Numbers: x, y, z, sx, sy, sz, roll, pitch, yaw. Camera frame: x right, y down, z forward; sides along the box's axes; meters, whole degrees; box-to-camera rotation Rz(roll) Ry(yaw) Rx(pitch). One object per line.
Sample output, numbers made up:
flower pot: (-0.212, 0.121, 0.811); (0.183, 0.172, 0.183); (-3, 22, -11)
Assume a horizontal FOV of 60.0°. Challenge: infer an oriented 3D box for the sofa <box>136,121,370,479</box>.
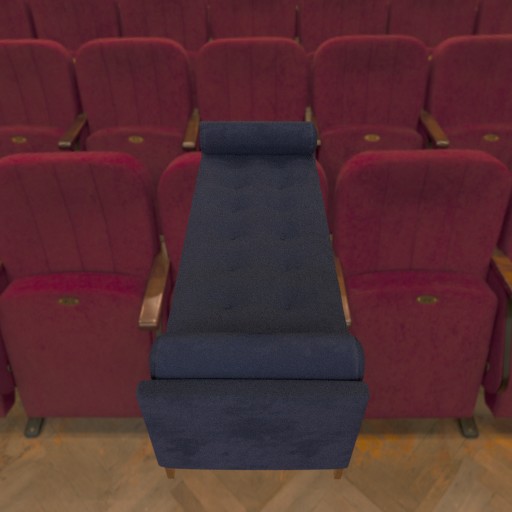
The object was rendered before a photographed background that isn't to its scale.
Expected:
sofa: (0.000, 0.000, 2.411); (0.796, 0.705, 2.102); (0, 41, 0)
